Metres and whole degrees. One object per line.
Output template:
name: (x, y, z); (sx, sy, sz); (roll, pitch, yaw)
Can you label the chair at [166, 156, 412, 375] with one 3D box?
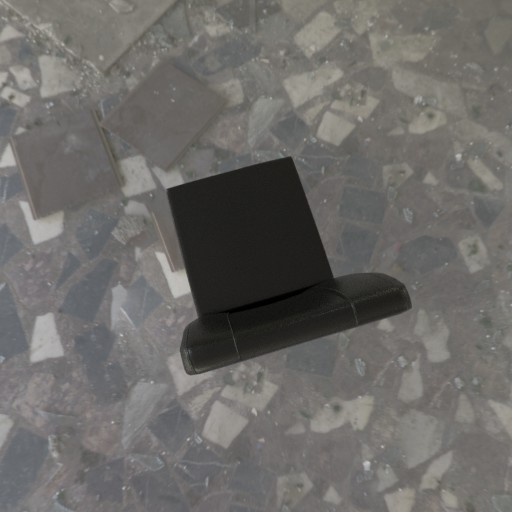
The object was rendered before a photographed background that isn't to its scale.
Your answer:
chair: (0.000, 0.000, 1.202); (0.399, 0.897, 0.556); (-16, 75, -4)
